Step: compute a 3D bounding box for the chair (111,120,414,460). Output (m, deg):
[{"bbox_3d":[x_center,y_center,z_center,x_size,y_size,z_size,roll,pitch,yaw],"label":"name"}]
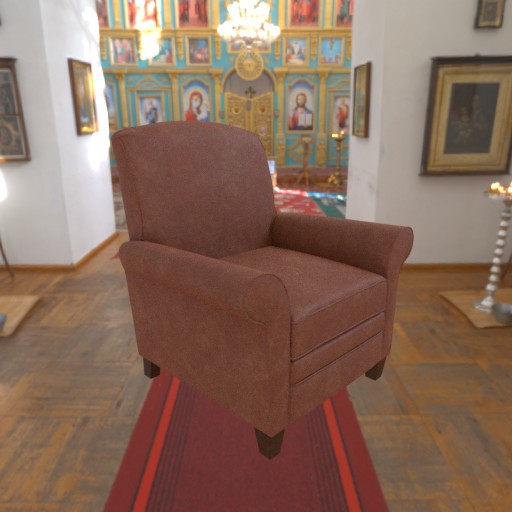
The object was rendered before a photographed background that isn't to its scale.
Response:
[{"bbox_3d":[0.000,0.000,1.801,0.902,1.061,0.978,15,22,42],"label":"chair"}]
